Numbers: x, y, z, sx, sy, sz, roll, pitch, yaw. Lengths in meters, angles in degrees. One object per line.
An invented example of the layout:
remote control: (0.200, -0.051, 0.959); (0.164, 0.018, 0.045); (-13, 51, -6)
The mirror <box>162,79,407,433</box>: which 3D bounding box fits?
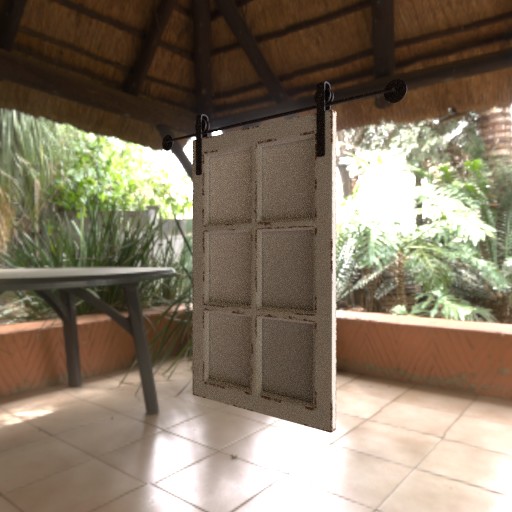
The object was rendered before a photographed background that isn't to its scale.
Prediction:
mirror: (0.000, 0.000, 1.205); (0.808, 0.844, 0.037); (0, 0, 38)
